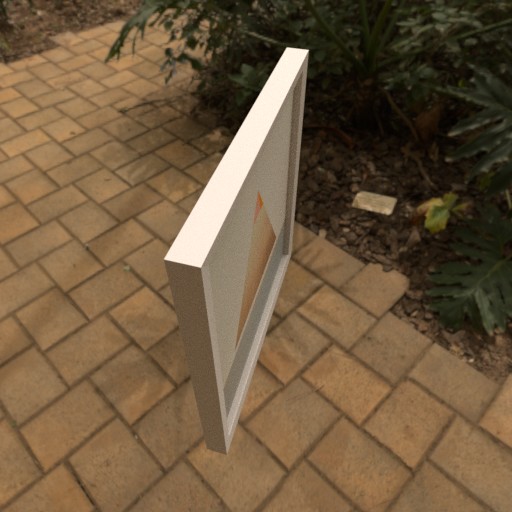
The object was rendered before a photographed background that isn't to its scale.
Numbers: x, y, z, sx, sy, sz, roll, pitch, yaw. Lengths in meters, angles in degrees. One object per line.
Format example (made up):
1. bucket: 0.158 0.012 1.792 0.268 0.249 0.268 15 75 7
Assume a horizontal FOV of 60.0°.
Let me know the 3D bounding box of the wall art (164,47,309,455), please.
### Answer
1. wall art: 0.000 0.000 1.964 0.098 1.291 1.289 12 48 11
